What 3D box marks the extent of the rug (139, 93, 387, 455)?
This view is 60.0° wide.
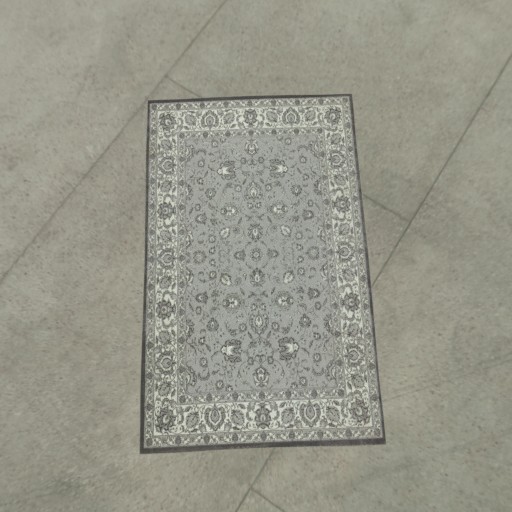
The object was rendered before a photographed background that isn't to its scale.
[{"bbox_3d":[0.000,0.000,2.991,1.524,0.011,2.438,-2,77,0],"label":"rug"}]
